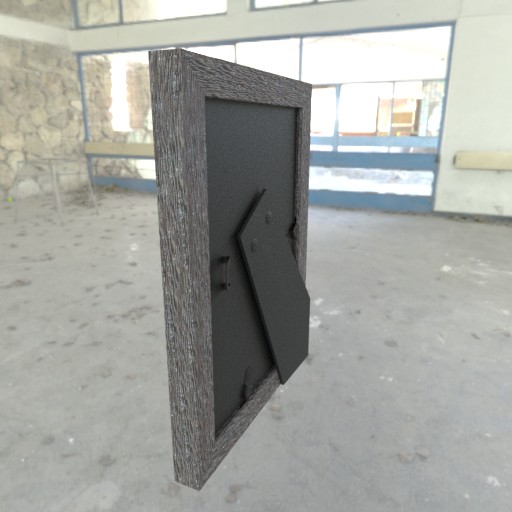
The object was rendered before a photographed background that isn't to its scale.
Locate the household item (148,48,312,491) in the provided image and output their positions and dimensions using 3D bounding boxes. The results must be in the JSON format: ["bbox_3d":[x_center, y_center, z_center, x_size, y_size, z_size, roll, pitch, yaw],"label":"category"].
[{"bbox_3d":[0.000,0.000,0.272,0.020,0.210,0.160,7,18,24],"label":"household item"}]
